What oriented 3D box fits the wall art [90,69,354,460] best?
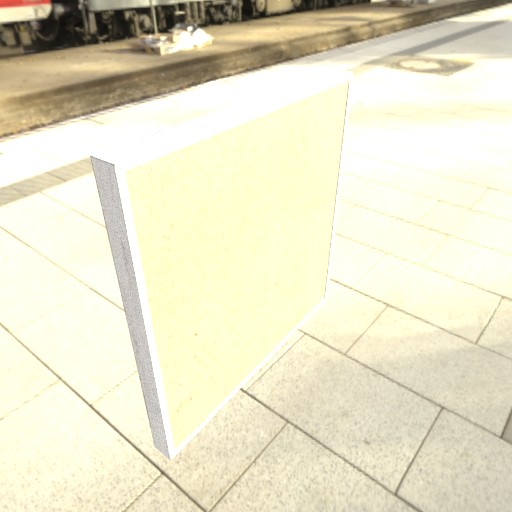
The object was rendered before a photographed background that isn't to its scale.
[{"bbox_3d":[0.000,0.000,0.751,0.038,0.508,0.508,23,41,30],"label":"wall art"}]
